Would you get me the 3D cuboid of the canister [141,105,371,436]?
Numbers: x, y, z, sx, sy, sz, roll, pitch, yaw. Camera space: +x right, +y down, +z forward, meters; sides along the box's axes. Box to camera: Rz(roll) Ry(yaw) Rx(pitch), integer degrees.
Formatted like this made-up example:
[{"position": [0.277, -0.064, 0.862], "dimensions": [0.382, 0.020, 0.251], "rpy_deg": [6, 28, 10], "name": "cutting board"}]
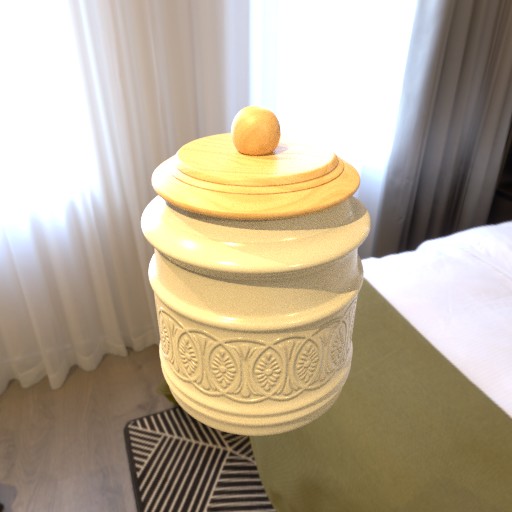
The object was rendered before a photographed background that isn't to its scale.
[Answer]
[{"position": [0.000, 0.000, 0.271], "dimensions": [0.130, 0.176, 0.130], "rpy_deg": [0, 30, 0], "name": "canister"}]
